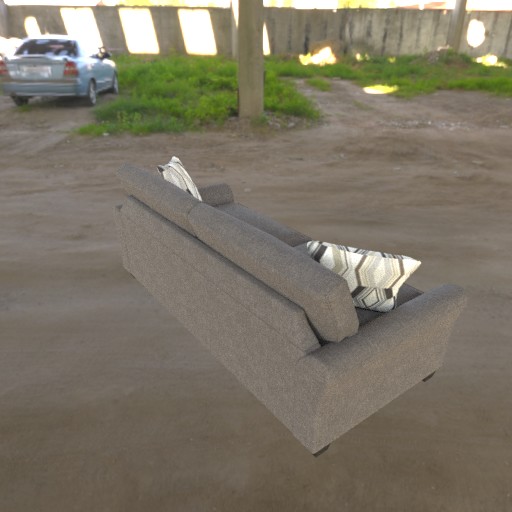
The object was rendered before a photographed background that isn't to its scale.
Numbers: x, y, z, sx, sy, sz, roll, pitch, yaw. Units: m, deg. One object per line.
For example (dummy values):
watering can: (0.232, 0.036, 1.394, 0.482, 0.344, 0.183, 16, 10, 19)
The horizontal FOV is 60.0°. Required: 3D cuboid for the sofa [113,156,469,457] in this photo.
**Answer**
sofa: (0.000, 0.000, 2.496, 0.889, 0.813, 2.032, -18, 32, -32)
